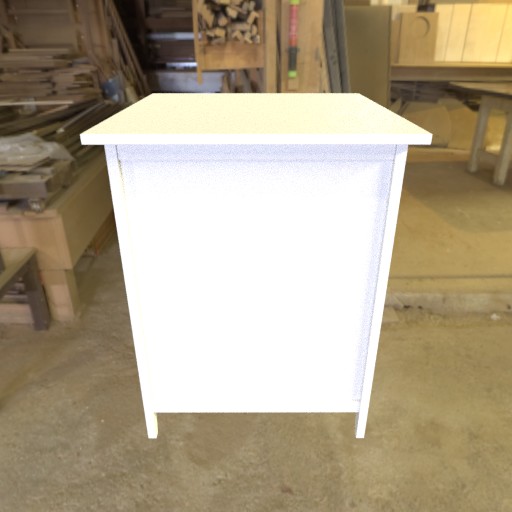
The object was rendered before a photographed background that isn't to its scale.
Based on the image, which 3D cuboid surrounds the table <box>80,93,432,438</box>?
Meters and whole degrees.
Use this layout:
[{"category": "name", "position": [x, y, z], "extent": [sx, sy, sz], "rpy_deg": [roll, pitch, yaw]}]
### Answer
[{"category": "table", "position": [0.000, 0.000, 0.755], "extent": [0.381, 0.483, 0.381], "rpy_deg": [0, 26, 0]}]
